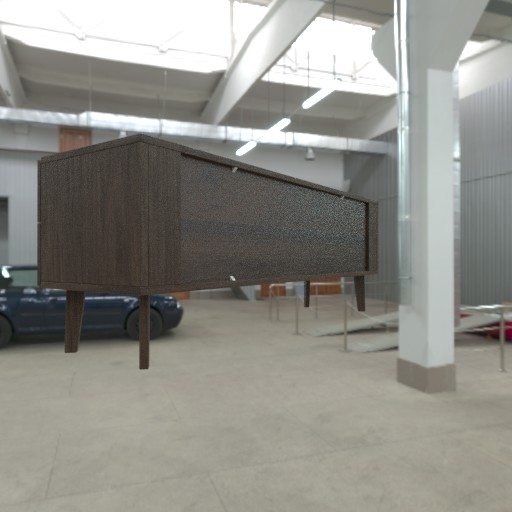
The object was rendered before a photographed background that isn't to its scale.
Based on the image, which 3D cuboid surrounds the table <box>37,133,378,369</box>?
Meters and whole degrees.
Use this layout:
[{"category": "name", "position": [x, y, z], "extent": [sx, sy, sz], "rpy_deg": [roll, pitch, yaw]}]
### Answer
[{"category": "table", "position": [0.000, 0.000, 1.605], "extent": [0.405, 0.508, 1.397], "rpy_deg": [0, 0, 35]}]
